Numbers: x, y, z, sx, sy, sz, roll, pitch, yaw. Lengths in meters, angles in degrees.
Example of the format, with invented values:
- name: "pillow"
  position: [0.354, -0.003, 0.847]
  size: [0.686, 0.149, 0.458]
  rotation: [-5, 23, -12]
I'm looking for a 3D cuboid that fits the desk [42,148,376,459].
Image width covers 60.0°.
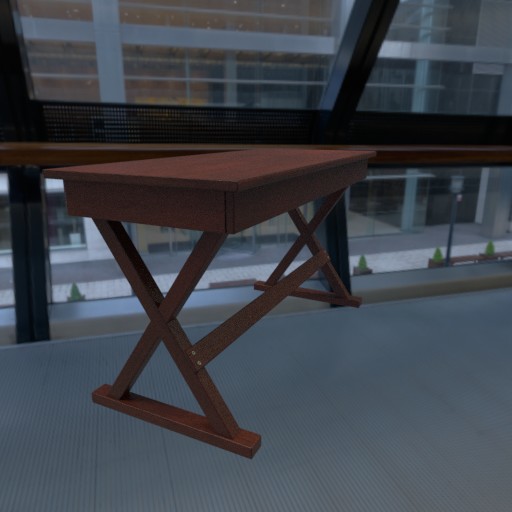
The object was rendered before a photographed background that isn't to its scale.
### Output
- name: "desk"
  position: [0.000, 0.000, 1.755]
  size: [0.600, 0.761, 1.372]
  rotation: [8, 18, 25]
